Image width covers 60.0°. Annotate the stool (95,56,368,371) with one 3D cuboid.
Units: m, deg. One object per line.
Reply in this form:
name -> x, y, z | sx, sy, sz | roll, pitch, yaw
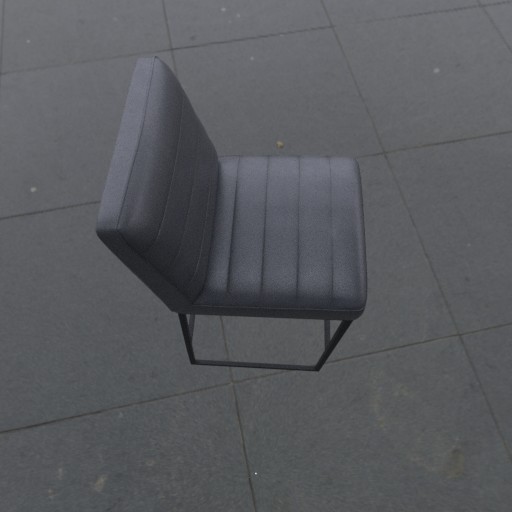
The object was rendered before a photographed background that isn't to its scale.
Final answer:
stool -> 0.000, 0.000, 1.311 | 0.552, 1.040, 0.457 | 3, 64, 1
